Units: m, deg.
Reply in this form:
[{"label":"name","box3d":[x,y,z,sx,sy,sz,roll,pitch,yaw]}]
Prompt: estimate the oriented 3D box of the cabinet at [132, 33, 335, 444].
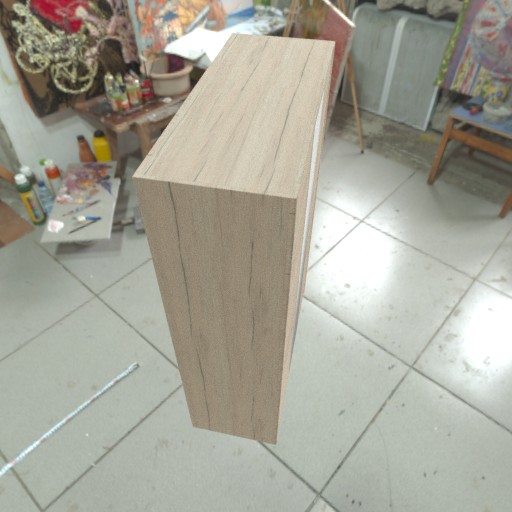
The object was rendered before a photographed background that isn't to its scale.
[{"label":"cabinet","box3d":[0.000,0.000,2.717,0.580,2.070,1.400,9,46,9]}]
